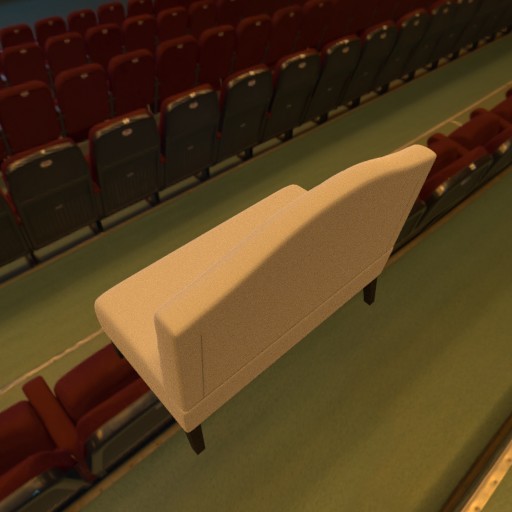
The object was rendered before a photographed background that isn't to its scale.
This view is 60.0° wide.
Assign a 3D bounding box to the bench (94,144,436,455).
[{"bbox_3d":[0.000,0.000,2.032,1.335,1.180,0.815,-33,54,-28],"label":"bench"}]
